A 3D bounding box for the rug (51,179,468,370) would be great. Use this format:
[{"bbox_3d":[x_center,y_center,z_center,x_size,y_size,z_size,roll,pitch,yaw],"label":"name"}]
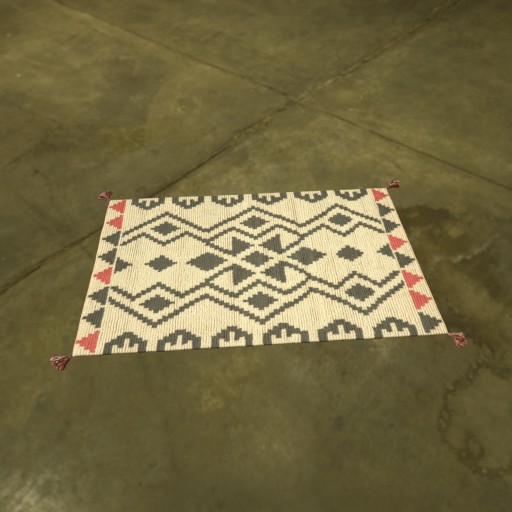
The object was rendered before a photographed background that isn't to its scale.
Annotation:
[{"bbox_3d":[0.000,0.000,3.360,2.672,0.066,1.741,-3,47,-3],"label":"rug"}]
